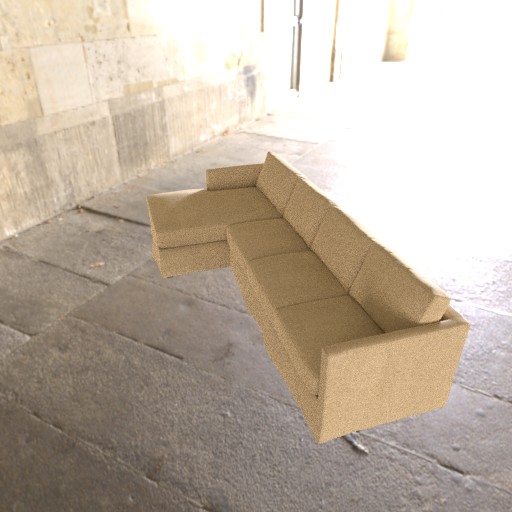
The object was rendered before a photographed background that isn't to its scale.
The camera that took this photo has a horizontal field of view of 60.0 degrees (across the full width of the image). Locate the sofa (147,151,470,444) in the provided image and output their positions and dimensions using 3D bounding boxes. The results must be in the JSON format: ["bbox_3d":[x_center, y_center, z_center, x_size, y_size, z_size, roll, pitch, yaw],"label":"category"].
[{"bbox_3d":[0.000,0.000,3.822,1.650,0.922,3.205,-9,31,-15],"label":"sofa"}]
